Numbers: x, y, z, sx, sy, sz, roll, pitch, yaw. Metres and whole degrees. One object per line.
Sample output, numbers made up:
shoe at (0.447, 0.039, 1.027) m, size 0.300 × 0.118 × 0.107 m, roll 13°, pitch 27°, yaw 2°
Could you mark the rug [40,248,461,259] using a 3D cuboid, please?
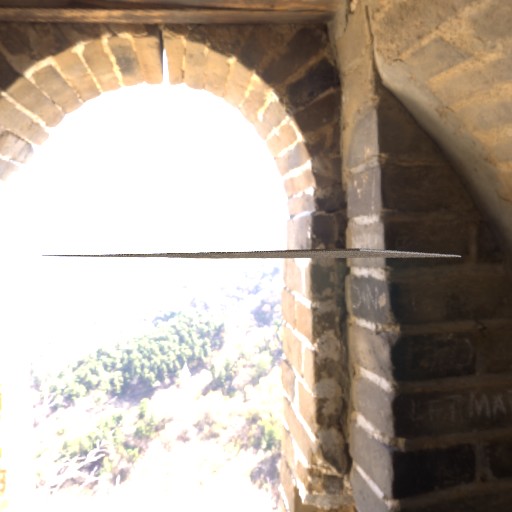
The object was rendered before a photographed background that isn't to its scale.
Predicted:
rug at (0.000, 0.000, 4.069) m, size 3.040 × 0.014 × 2.423 m, roll -1°, pitch -1°, yaw 36°
